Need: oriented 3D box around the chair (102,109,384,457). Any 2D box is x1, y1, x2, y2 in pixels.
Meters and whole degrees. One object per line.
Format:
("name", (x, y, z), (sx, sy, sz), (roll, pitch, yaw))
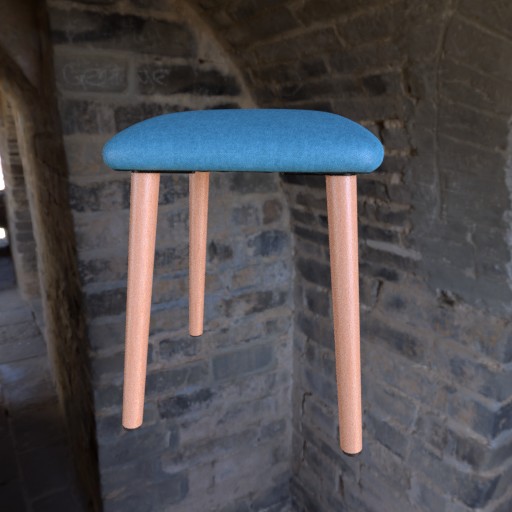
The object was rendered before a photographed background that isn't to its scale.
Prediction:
("chair", (0.000, 0.000, 0.721), (0.360, 0.450, 0.360), (3, 15, 9))
